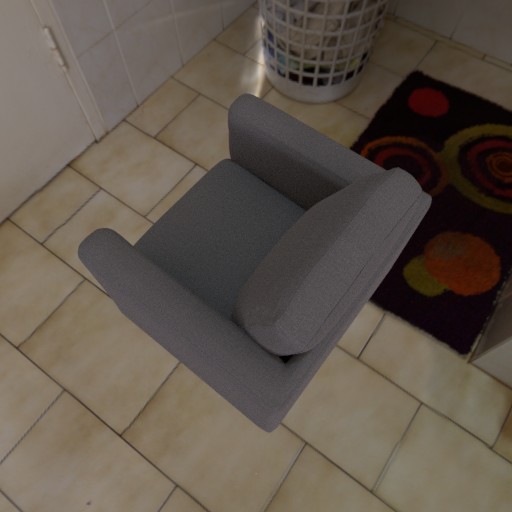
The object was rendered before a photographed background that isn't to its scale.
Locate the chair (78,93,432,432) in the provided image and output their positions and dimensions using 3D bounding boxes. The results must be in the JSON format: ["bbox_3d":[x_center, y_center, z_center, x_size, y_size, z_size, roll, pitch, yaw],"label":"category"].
[{"bbox_3d":[0.000,0.000,1.584,0.800,0.927,0.854,35,69,16],"label":"chair"}]
